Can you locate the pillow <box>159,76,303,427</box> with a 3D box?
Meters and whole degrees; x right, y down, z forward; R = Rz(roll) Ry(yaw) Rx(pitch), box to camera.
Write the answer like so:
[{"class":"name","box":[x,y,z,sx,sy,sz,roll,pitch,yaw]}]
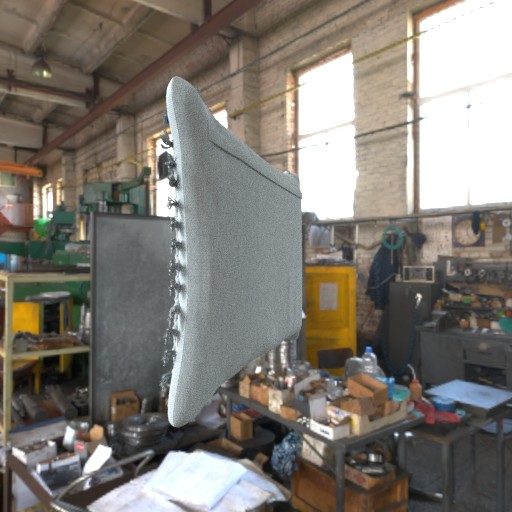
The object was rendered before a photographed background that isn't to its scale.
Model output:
[{"class":"pillow","box":[0.000,0.000,0.588,0.084,0.305,0.466,0,0,18]}]
